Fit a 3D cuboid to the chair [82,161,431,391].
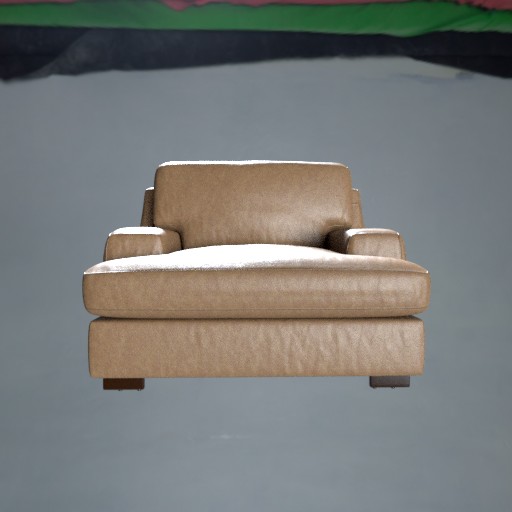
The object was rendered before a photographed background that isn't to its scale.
[{"bbox_3d":[0.000,0.000,2.038,1.276,0.978,1.050,0,1,-2],"label":"chair"}]
